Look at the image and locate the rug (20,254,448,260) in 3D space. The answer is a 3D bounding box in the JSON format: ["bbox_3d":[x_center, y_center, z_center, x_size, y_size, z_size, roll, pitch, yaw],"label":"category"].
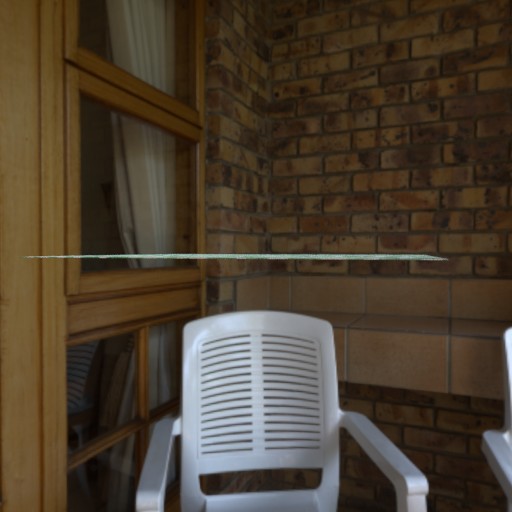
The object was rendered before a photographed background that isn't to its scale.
[{"bbox_3d":[0.000,0.000,4.108,3.045,0.007,2.436,0,1,18],"label":"rug"}]
